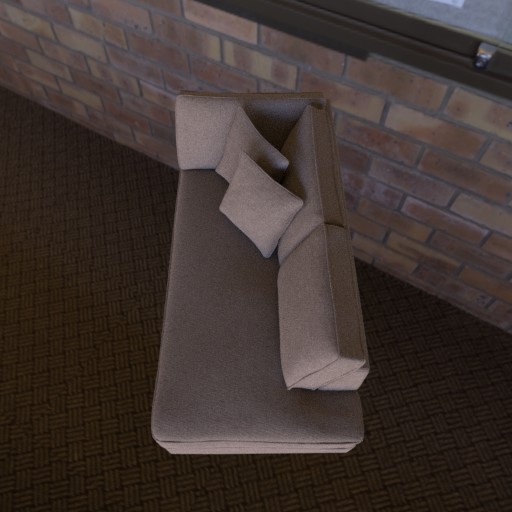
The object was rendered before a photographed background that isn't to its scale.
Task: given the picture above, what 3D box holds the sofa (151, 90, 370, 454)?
[{"bbox_3d":[0.000,0.000,2.809,1.110,1.033,2.237,0,59,0],"label":"sofa"}]
